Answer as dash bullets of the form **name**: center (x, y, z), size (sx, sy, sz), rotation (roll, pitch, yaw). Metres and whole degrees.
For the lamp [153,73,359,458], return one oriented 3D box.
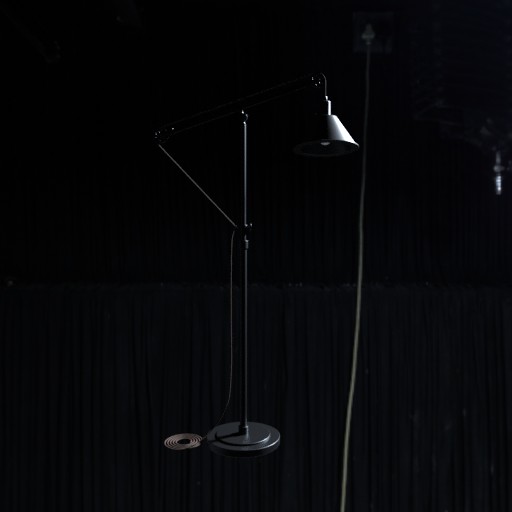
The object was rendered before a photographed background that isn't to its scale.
- **lamp**: center (0.000, 0.000, 1.951), size (0.904, 1.626, 0.319), rotation (0, -1, -1)
